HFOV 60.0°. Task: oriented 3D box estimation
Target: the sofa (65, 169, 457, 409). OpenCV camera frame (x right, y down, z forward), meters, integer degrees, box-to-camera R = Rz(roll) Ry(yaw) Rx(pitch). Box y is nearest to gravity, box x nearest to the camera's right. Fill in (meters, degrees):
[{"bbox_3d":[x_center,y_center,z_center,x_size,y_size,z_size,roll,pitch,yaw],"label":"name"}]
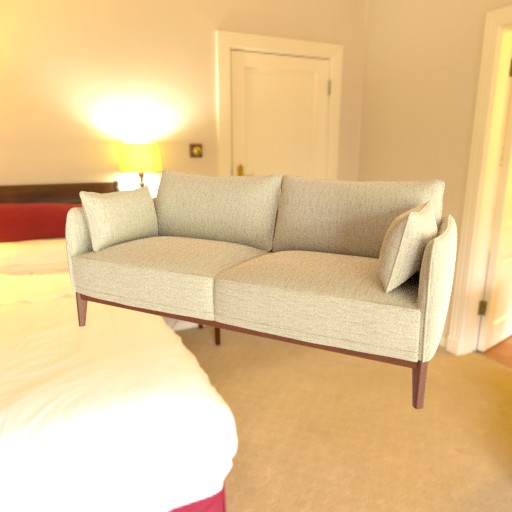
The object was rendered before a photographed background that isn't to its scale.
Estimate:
[{"bbox_3d":[0.000,0.000,2.445,1.989,0.860,0.991,7,16,25],"label":"sofa"}]
